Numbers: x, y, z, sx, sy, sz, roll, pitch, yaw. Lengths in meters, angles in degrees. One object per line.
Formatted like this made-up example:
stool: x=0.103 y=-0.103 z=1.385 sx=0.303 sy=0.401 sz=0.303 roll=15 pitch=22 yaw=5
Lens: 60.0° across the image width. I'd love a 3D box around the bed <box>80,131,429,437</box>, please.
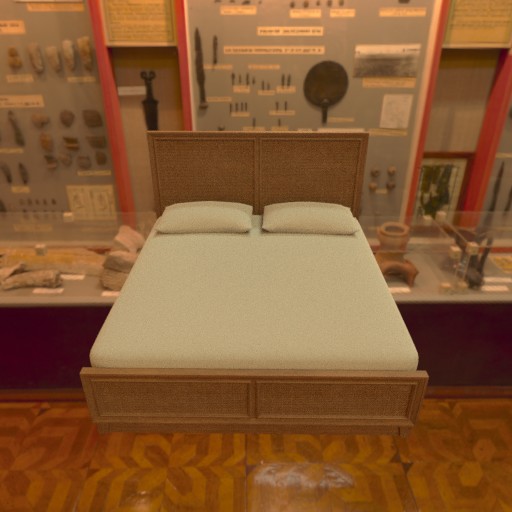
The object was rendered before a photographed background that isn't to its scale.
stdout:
bed: x=0.000 y=0.000 z=3.409 sx=2.003 sy=1.387 sz=2.184 roll=0 pitch=29 yaw=1
